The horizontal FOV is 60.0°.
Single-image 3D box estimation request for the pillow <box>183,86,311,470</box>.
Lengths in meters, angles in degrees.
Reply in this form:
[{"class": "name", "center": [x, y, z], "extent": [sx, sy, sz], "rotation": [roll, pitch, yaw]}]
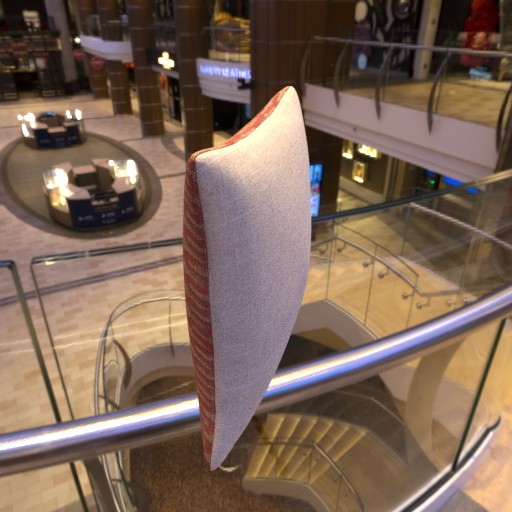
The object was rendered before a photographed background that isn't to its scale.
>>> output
[{"class": "pillow", "center": [0.000, 0.000, 0.787], "extent": [0.182, 0.503, 0.511], "rotation": [7, 30, 13]}]
